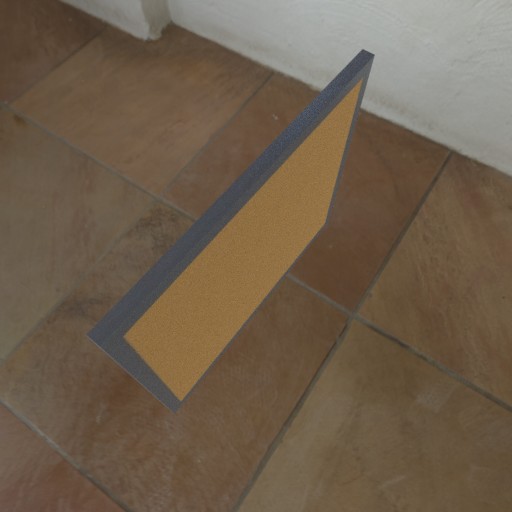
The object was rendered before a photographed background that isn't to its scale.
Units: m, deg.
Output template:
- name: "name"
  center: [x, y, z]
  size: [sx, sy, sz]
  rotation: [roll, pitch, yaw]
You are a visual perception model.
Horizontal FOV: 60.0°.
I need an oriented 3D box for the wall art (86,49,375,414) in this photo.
- name: "wall art"
  center: [0.000, 0.000, 0.911]
  size: [0.026, 0.558, 0.660]
  rotation: [34, 68, 16]
